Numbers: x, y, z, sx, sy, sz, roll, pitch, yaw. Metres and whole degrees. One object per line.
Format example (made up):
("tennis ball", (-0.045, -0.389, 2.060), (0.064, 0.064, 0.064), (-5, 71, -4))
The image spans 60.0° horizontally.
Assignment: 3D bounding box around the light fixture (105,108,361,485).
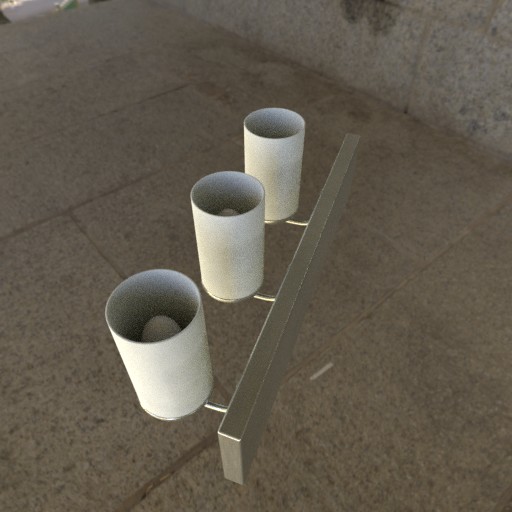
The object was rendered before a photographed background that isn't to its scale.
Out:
("light fixture", (0.000, 0.000, 0.527), (0.145, 0.172, 0.451), (15, 48, 14))
